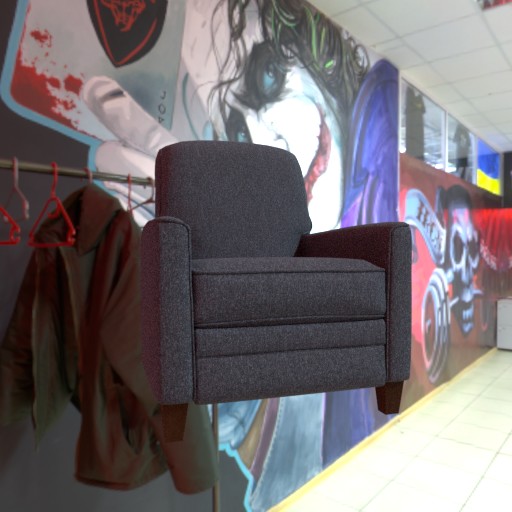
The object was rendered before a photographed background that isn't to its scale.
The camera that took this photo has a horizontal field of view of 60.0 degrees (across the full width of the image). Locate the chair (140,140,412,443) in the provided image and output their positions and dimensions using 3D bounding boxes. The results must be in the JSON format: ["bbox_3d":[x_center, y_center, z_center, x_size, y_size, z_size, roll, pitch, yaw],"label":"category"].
[{"bbox_3d":[0.000,0.000,1.664,0.839,1.016,0.850,0,1,-17],"label":"chair"}]
